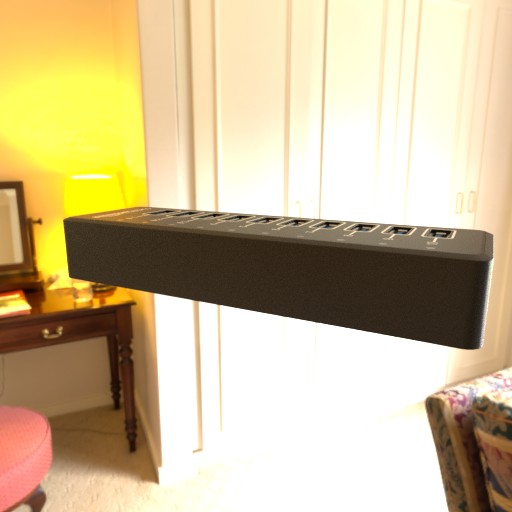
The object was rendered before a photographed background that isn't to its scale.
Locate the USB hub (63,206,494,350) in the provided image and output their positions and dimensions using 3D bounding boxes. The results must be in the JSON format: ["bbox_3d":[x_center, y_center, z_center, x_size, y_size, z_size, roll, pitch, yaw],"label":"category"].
[{"bbox_3d":[0.000,0.000,0.155,0.145,0.023,0.044,7,15,27],"label":"USB hub"}]
